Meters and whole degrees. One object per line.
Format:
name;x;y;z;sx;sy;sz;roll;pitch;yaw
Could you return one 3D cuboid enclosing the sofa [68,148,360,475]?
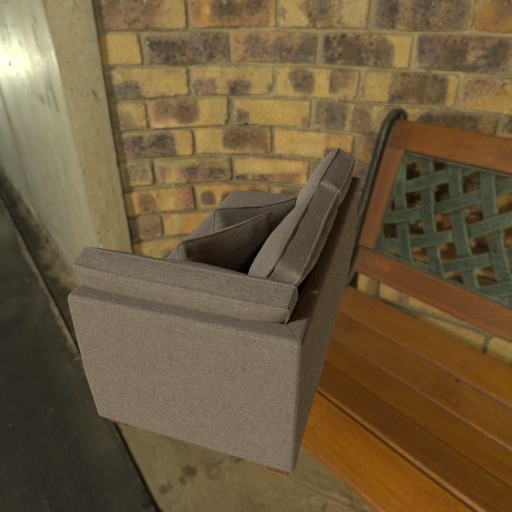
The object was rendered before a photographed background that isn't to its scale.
sofa;0.000;0.000;2.861;1.110;1.033;2.237;9;30;15
